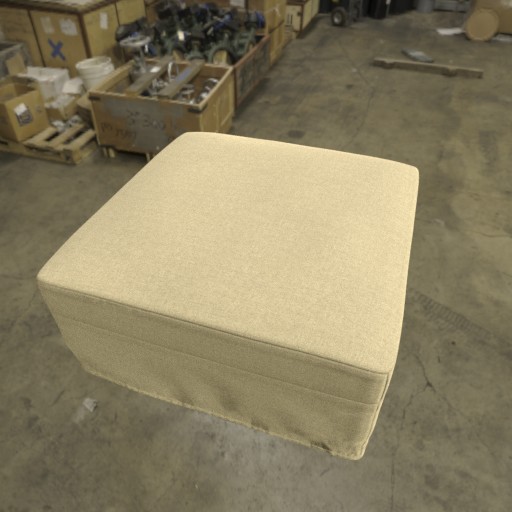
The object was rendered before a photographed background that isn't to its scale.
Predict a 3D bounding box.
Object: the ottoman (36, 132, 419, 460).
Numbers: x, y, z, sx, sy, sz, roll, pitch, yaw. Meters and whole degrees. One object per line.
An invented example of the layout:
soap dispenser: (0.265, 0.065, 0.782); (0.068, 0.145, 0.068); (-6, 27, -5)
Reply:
ottoman: (0.000, 0.000, 1.322); (0.840, 0.436, 0.843); (13, 42, 14)
